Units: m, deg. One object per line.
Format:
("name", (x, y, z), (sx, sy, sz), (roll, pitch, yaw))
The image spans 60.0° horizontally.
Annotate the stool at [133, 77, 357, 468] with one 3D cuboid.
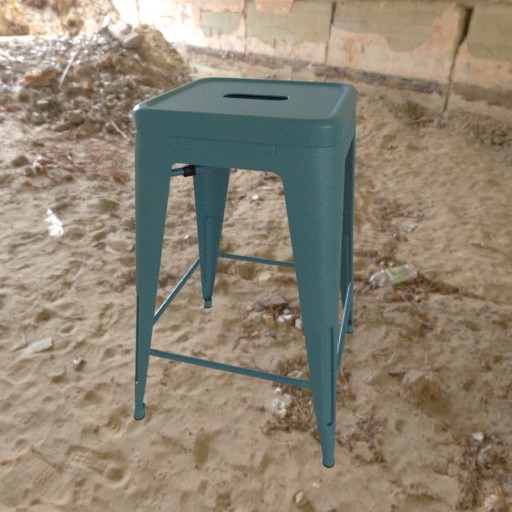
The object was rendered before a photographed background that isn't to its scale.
("stool", (0.000, 0.000, 0.870), (0.410, 0.608, 0.410), (8, 31, 14))
